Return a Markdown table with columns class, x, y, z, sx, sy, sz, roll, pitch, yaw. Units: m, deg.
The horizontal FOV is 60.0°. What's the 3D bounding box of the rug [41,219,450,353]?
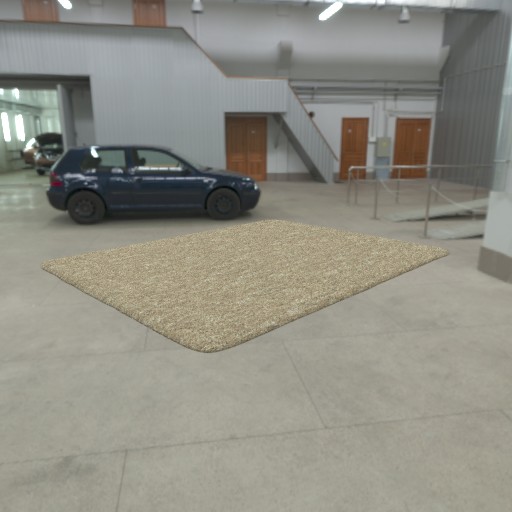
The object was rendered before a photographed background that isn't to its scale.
| class | x | y | z | sx | sy | sz | roll | pitch | yaw |
| --- | --- | --- | --- | --- | --- | --- | --- | --- | --- |
| rug | 0.000 | 0.000 | 3.823 | 2.873 | 0.050 | 2.242 | -14 | 21 | -43 |
